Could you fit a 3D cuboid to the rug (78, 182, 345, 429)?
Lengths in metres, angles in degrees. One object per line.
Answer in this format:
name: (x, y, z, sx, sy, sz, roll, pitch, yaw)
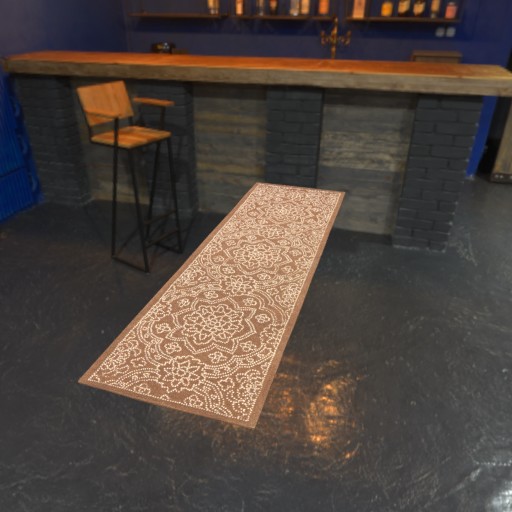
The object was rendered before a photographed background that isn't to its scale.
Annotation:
rug: (0.000, 0.000, 2.726, 0.769, 0.012, 2.448, 9, 31, 15)
